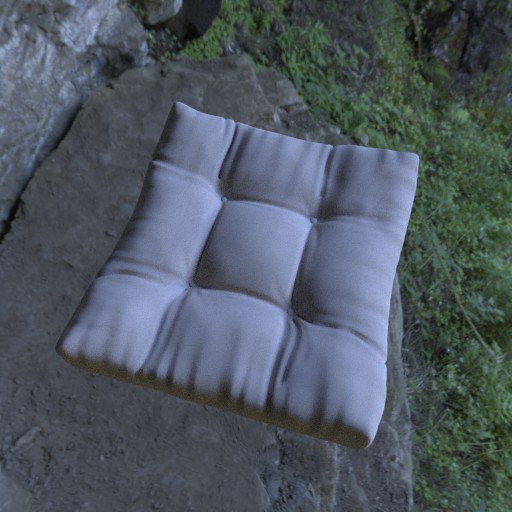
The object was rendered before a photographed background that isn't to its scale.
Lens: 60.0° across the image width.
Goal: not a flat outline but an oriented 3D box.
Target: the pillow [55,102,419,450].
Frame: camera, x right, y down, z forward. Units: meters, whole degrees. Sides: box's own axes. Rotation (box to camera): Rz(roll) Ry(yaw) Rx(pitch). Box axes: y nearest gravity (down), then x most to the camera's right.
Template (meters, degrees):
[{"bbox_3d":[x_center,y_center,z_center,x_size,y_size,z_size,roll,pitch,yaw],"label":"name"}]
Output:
[{"bbox_3d":[0.000,0.000,0.723,0.468,0.128,0.490,14,65,7],"label":"pillow"}]
